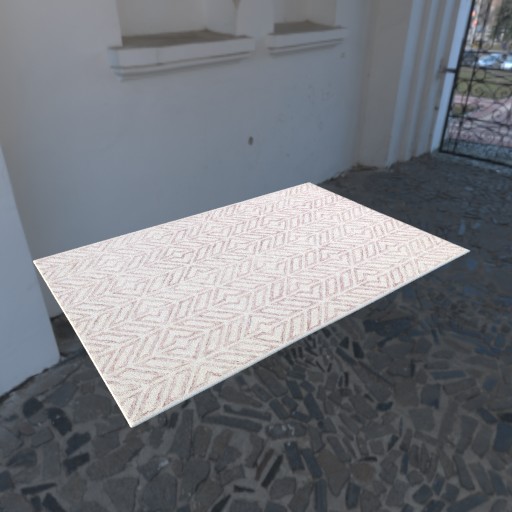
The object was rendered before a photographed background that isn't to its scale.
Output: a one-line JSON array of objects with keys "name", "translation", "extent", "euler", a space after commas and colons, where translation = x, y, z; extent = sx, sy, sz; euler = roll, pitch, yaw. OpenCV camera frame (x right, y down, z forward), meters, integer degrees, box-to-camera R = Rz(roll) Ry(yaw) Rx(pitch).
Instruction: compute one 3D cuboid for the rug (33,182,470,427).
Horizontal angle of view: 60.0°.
[{"name": "rug", "translation": [0.000, 0.000, 2.227], "extent": [1.828, 0.007, 1.220], "euler": [-20, 36, -31]}]
